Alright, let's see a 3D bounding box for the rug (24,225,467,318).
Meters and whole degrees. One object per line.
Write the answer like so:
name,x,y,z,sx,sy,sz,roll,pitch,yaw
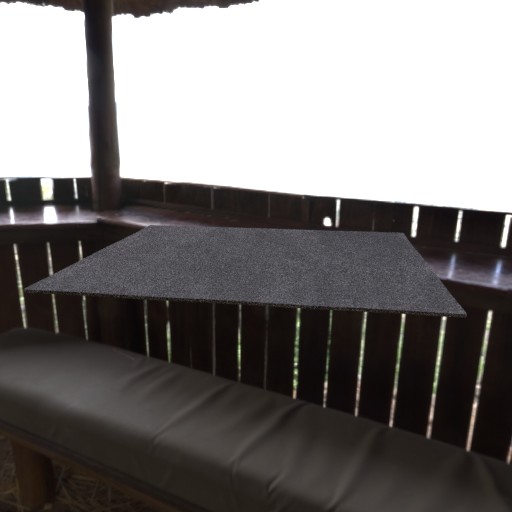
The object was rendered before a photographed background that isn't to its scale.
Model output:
rug,0.000,0.000,4.083,3.000,0.025,2.401,2,15,9
